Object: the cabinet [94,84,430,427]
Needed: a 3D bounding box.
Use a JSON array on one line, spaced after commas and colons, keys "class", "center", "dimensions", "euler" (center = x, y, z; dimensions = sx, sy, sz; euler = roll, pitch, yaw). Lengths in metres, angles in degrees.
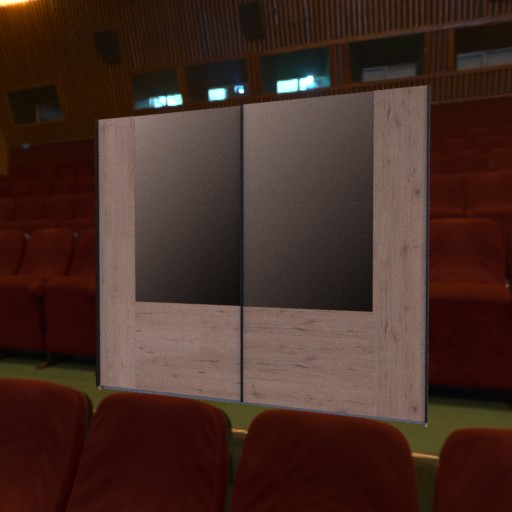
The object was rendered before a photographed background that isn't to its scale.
[{"class": "cabinet", "center": [0.000, 0.000, 3.486], "dimensions": [2.500, 2.180, 0.660], "euler": [0, 1, 18]}]
